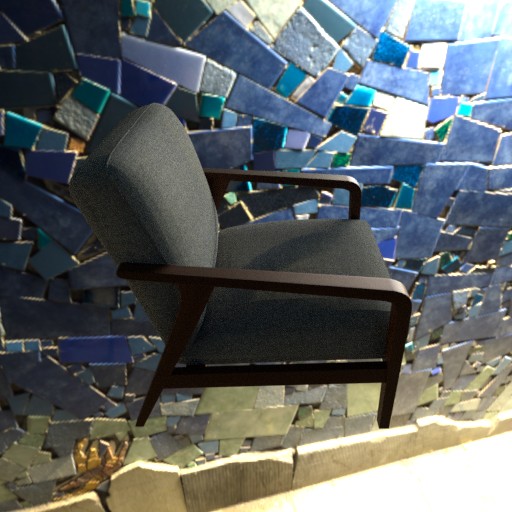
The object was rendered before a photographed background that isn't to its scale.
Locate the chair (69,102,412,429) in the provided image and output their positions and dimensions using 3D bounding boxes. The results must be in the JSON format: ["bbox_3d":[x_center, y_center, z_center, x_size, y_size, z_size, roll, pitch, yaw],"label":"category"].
[{"bbox_3d":[0.000,0.000,1.427,0.858,0.847,0.704,0,33,0],"label":"chair"}]
